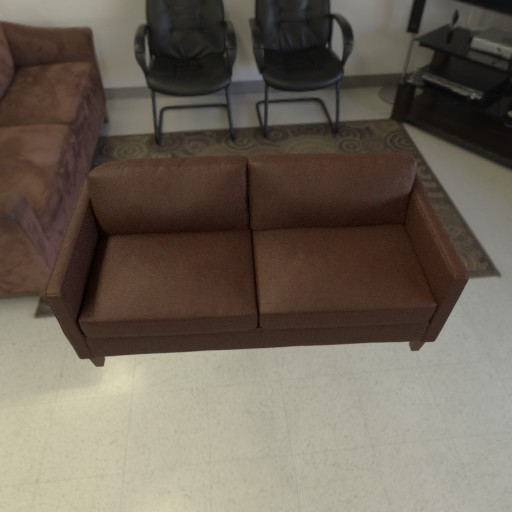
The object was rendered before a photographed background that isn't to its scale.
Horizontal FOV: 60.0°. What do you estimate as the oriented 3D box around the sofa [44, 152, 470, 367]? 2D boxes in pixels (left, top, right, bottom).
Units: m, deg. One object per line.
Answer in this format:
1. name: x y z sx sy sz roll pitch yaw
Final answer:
1. sofa: 0.000 0.000 2.475 1.971 0.863 0.923 -2 46 -2
